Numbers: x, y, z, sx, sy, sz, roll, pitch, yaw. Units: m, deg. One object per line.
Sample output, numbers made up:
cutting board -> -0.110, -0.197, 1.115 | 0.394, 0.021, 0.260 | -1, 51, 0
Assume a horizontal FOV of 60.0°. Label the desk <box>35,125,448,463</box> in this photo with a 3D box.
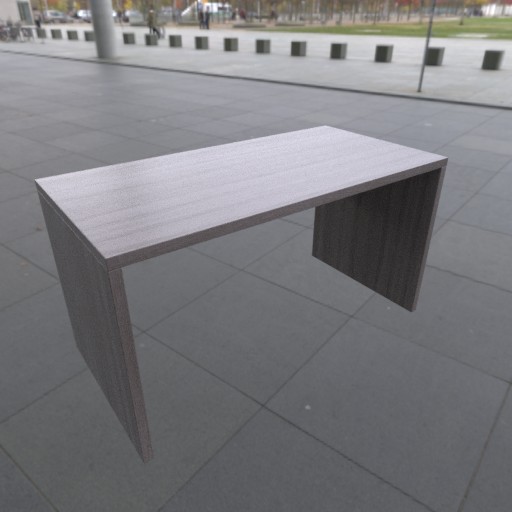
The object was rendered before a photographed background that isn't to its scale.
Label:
desk -> 0.000, 0.000, 1.816 | 1.380, 0.745, 0.690 | -20, 35, -31
